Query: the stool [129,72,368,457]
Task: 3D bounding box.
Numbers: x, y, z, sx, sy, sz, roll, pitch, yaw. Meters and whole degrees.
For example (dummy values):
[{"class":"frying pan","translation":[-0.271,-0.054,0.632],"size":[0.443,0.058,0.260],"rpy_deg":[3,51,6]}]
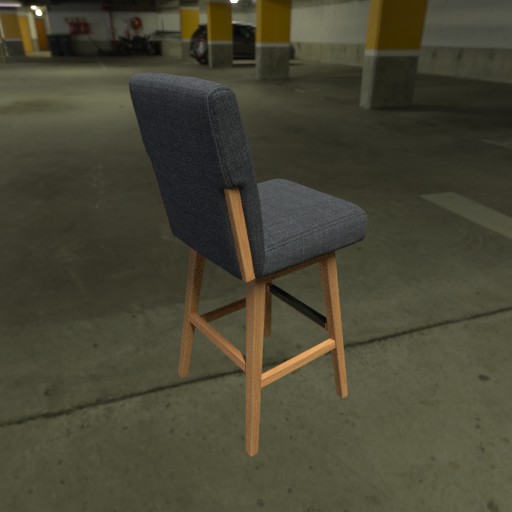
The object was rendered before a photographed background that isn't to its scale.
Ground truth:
[{"class":"stool","translation":[0.000,0.000,1.436],"size":[0.570,1.112,0.483],"rpy_deg":[-19,32,-33]}]
